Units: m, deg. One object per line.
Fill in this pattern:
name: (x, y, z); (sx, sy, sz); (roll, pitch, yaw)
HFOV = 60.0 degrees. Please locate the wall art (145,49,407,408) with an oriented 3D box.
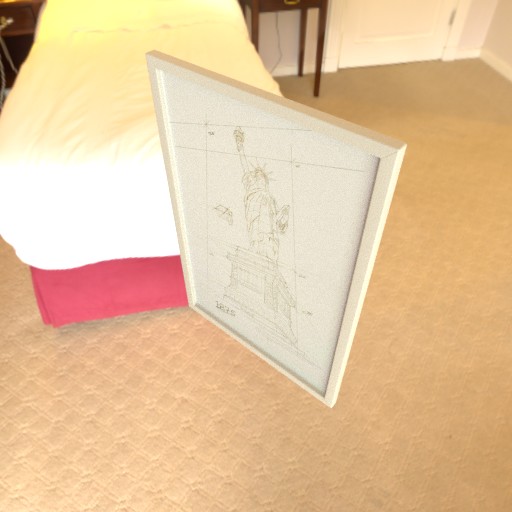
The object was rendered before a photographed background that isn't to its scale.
wall art: (0.000, 0.000, 1.534); (0.808, 1.183, 0.038); (31, 53, 27)
